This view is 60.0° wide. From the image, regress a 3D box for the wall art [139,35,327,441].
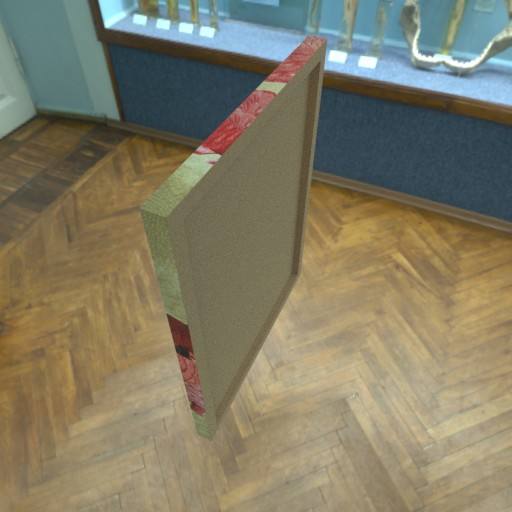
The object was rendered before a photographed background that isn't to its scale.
[{"bbox_3d":[0.000,0.000,0.683,0.028,0.508,0.406,19,50,17],"label":"wall art"}]
